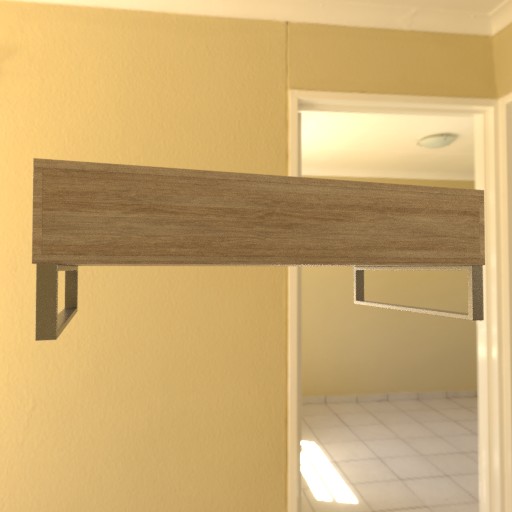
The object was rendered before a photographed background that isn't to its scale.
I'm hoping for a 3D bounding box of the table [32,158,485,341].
[{"bbox_3d":[0.000,0.000,1.304,1.100,0.350,0.600,1,-2,-18],"label":"table"}]
